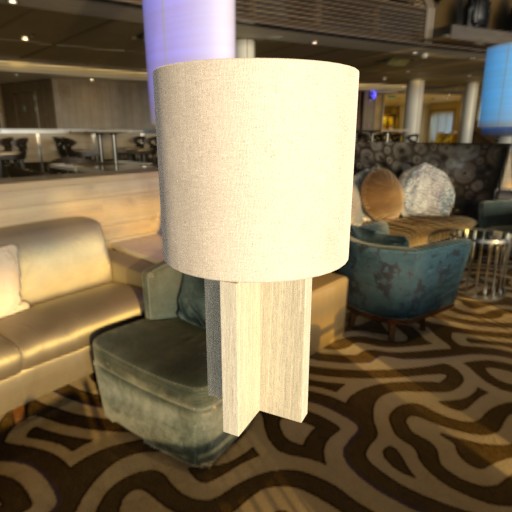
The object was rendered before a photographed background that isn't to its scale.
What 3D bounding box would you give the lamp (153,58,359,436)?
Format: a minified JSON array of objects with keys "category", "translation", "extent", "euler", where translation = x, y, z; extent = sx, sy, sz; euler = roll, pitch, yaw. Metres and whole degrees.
[{"category":"lamp","translation":[0.000,0.000,0.559],"extent":[0.229,0.428,0.229],"euler":[8,17,25]}]
